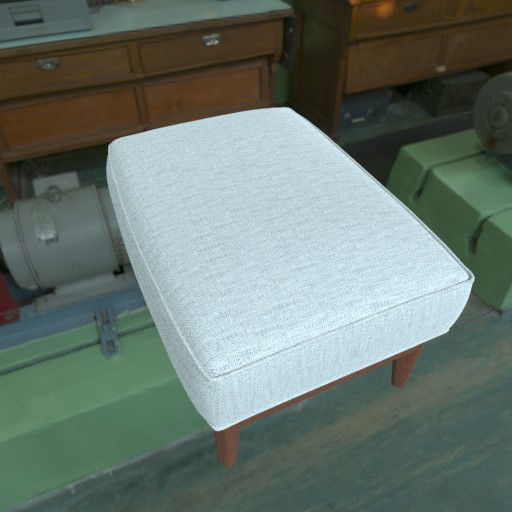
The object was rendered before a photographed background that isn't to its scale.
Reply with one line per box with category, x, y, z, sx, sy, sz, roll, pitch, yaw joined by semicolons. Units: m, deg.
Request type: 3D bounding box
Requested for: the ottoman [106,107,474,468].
ottoman;0.000;0.000;1.116;0.594;0.465;0.794;-18;47;-17
